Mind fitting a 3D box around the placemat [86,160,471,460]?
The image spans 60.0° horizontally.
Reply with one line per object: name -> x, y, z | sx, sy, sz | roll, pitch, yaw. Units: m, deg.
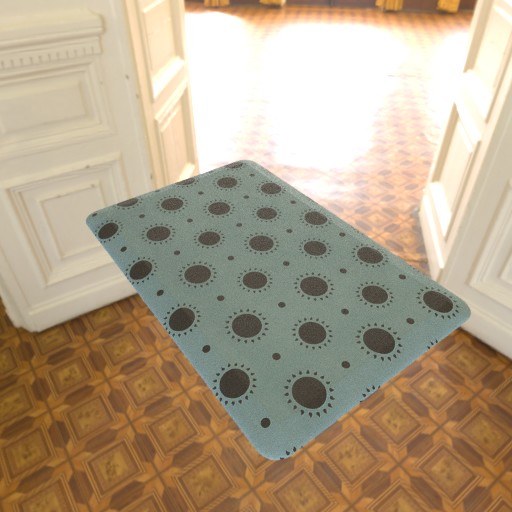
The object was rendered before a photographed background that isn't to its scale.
placemat -> 0.000, 0.000, 0.969 | 0.508, 0.021, 0.762 | -26, 47, -27
